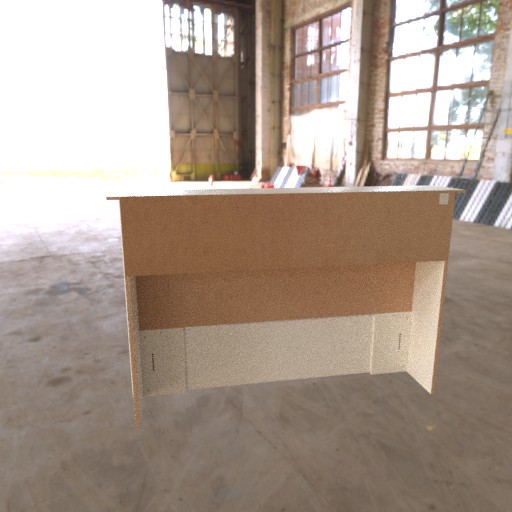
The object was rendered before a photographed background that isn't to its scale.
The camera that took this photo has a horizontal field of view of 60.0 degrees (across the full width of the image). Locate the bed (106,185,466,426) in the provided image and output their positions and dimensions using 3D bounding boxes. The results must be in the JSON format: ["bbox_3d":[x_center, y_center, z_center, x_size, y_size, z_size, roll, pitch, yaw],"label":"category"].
[{"bbox_3d":[0.000,0.000,3.144,1.671,1.092,2.133,-3,14,-10],"label":"bed"}]
